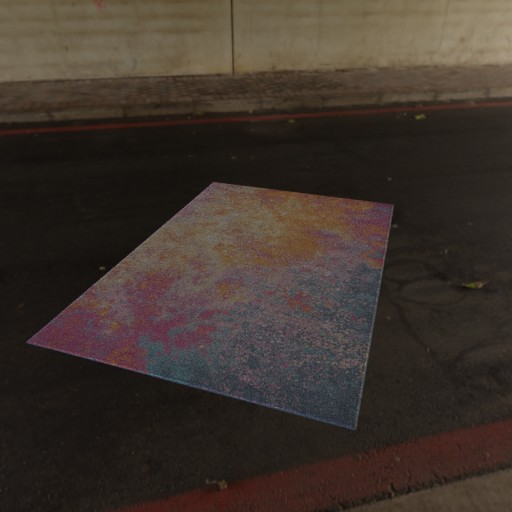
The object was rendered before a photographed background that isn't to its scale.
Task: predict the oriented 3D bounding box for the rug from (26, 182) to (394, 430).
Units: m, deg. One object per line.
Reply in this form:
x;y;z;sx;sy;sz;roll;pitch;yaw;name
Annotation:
0.000;0.000;3.627;2.007;0.013;2.896;10;32;16;rug
